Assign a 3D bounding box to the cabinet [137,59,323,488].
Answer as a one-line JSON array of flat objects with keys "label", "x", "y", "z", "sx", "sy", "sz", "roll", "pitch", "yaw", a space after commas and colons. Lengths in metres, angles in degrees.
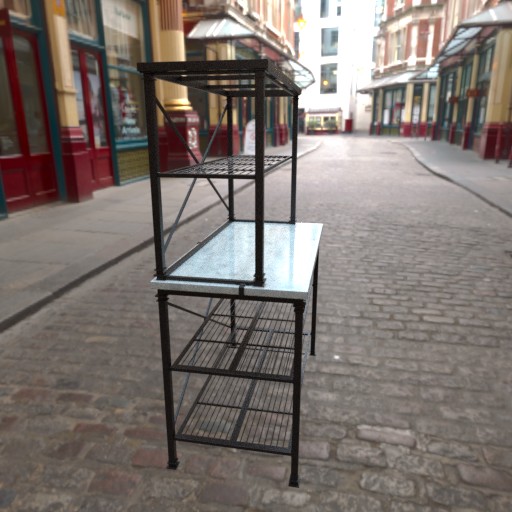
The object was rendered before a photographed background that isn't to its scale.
[{"label": "cabinet", "x": 0.000, "y": 0.000, "z": 2.227, "sx": 0.610, "sy": 1.659, "sz": 1.210, "roll": 3, "pitch": 16, "yaw": 10}]
